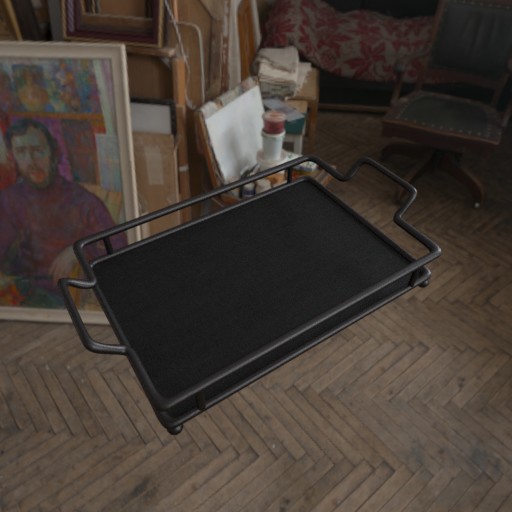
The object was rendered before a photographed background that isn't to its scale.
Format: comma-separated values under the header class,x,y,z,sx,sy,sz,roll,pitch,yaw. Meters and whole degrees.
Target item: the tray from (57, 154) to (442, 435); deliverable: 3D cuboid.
class,x,y,z,sx,sy,sz,roll,pitch,yaw
tray,0.000,0.000,0.618,0.495,0.101,0.297,-25,50,-23
